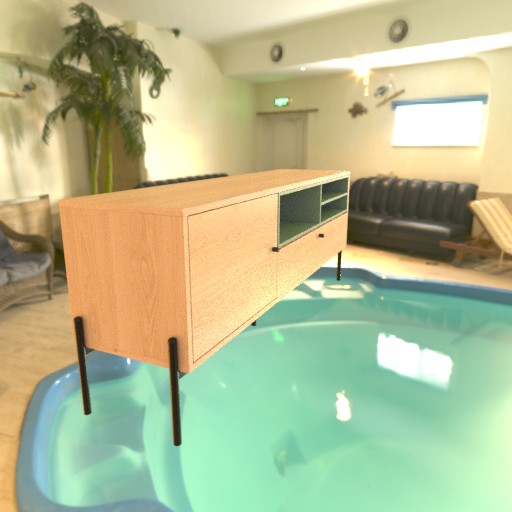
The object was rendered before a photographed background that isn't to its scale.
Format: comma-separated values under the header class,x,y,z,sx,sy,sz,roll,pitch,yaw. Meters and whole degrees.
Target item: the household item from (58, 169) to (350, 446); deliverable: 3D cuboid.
class,x,y,z,sx,sy,sz,roll,pitch,yaw
household item,0.000,0.000,1.780,0.400,0.600,1.550,7,16,25
